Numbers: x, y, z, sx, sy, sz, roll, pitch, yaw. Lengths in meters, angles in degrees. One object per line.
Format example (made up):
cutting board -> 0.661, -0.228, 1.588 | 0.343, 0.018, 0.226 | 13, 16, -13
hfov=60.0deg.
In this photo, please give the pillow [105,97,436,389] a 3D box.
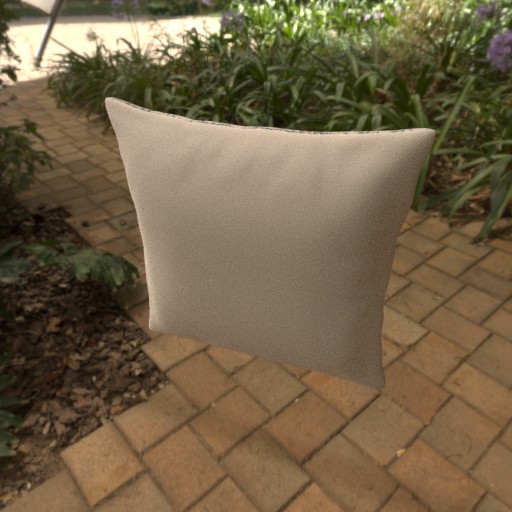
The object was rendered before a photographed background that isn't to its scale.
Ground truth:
pillow -> 0.000, 0.000, 0.793 | 0.523, 0.510, 0.166 | 11, 34, 17
